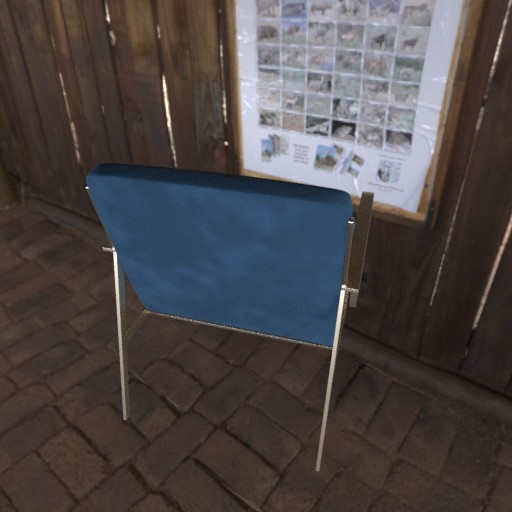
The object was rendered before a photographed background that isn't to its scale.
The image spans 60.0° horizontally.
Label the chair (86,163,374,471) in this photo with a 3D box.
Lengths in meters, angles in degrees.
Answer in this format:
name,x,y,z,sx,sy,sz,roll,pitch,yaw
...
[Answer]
name,x,y,z,sx,sy,sz,roll,pitch,yaw
chair,0.000,0.000,1.467,0.692,0.831,0.859,9,34,14
